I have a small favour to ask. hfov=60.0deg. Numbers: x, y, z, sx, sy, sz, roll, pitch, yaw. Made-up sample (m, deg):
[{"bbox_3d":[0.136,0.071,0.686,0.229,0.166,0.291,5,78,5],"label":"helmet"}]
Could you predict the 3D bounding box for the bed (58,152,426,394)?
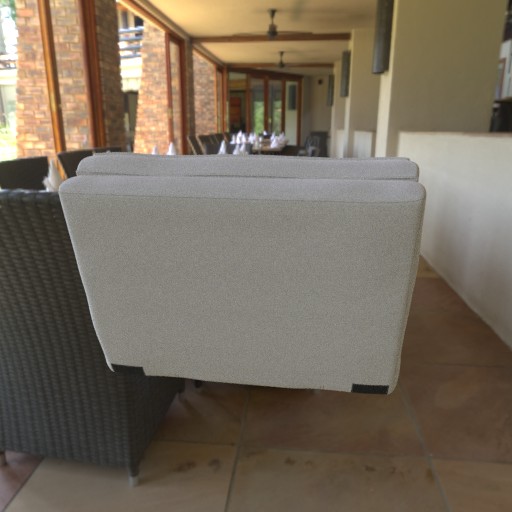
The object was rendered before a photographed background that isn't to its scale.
[{"bbox_3d":[0.000,0.000,1.316,0.799,0.614,0.749,2,16,8],"label":"bed"}]
